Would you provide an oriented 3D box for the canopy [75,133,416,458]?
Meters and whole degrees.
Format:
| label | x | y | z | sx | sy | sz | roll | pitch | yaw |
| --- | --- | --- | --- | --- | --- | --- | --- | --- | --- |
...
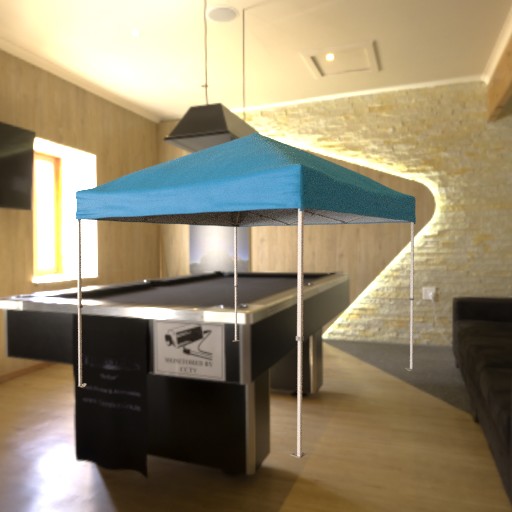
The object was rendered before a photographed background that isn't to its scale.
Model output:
| label | x | y | z | sx | sy | sz | roll | pitch | yaw |
| --- | --- | --- | --- | --- | --- | --- | --- | --- | --- |
| canopy | 0.000 | 0.000 | 5.436 | 2.998 | 2.997 | 2.996 | 1 | 2 | 36 |
